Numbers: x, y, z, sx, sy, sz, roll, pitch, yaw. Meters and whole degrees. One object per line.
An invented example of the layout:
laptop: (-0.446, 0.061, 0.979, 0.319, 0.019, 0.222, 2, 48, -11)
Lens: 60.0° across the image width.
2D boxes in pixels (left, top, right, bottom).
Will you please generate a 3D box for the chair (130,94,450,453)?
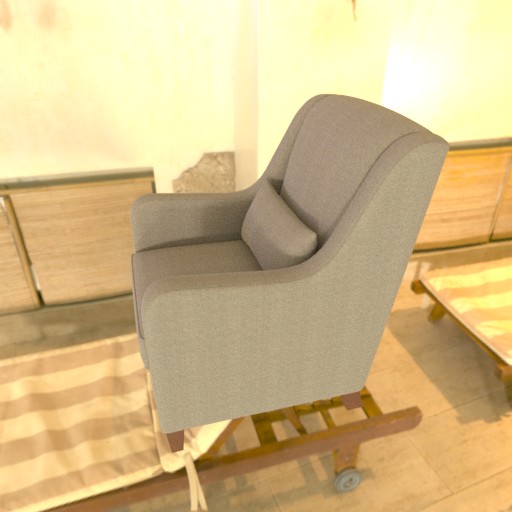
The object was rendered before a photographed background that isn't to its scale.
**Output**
chair: (0.000, 0.000, 1.598, 0.890, 1.017, 0.715, -8, 31, -14)
